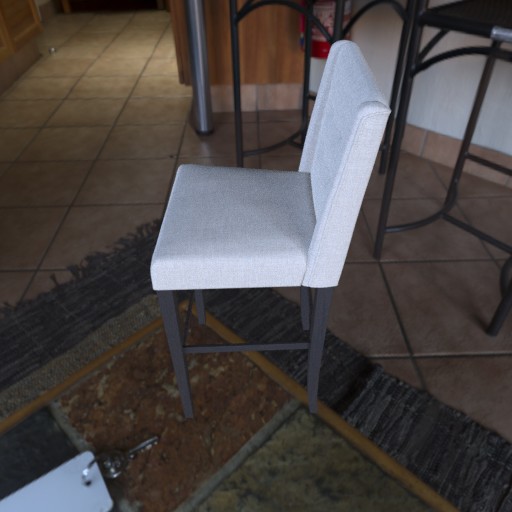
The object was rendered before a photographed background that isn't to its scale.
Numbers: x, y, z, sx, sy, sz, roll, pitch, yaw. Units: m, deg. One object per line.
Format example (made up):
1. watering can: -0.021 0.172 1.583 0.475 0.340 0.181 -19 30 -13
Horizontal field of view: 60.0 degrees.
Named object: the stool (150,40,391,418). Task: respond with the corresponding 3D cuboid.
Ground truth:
1. stool: 0.000 0.000 1.338 0.509 1.116 0.474 1 41 1
